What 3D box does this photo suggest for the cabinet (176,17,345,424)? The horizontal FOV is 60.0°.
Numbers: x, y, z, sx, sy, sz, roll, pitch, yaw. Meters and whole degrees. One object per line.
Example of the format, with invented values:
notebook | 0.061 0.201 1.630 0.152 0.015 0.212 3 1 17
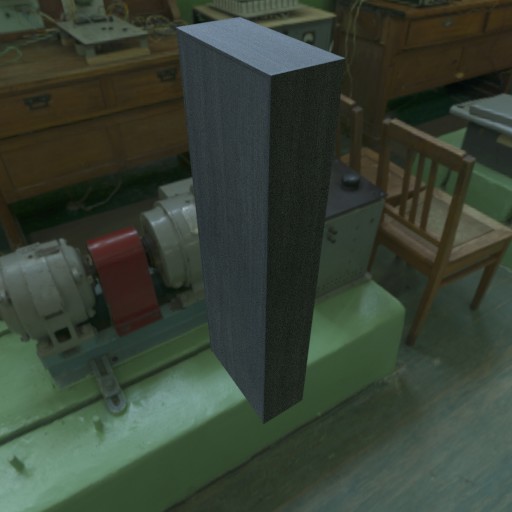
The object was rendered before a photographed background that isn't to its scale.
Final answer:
cabinet | 0.000 0.000 1.803 0.255 1.630 0.520 -23 46 -25
